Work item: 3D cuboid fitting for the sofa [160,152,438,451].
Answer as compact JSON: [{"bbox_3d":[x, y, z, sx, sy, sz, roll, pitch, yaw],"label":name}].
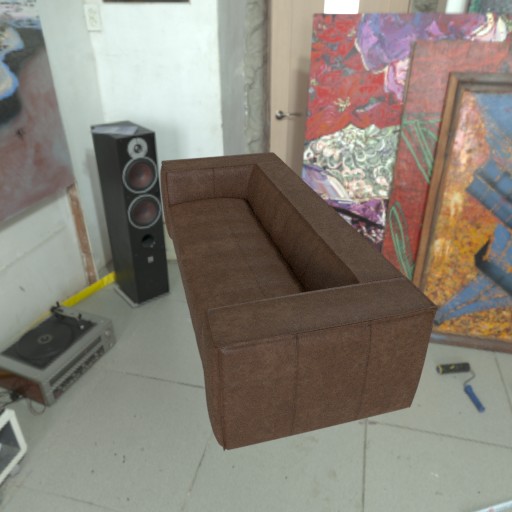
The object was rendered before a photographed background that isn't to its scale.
[{"bbox_3d":[0.000,0.000,3.114,1.102,0.701,2.581,-8,30,-13],"label":"sofa"}]
